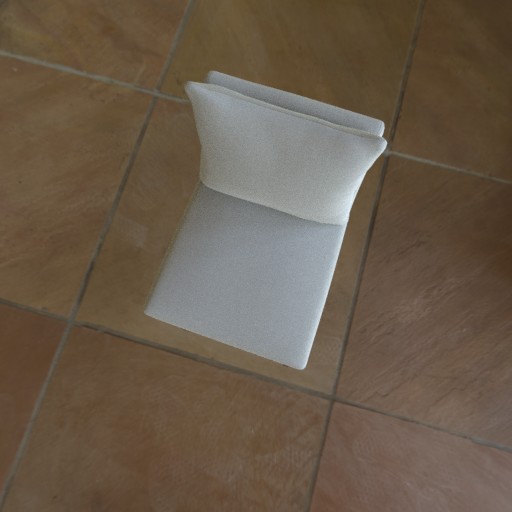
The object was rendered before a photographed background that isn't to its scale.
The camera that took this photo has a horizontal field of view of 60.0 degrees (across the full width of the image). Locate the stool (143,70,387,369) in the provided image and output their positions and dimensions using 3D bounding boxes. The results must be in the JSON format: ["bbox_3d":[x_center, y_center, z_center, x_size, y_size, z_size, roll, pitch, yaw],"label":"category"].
[{"bbox_3d":[0.000,0.000,1.371,0.463,1.032,0.572,18,76,5],"label":"stool"}]
